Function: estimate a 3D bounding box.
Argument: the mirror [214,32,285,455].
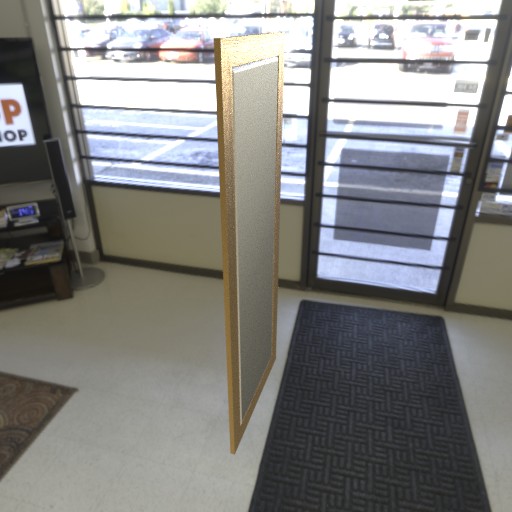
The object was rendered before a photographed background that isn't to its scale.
[{"bbox_3d":[0.000,0.000,2.271,0.025,2.031,0.812,9,29,16],"label":"mirror"}]
